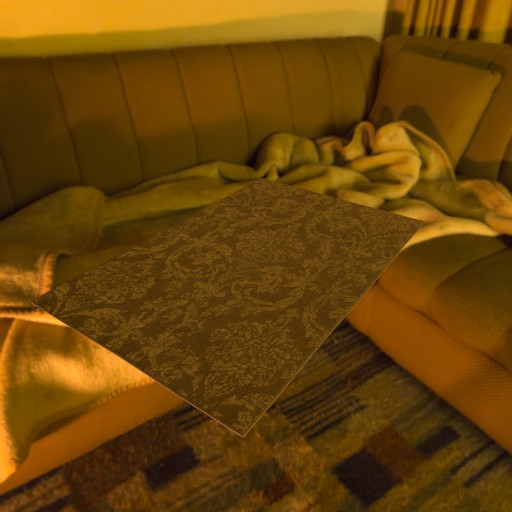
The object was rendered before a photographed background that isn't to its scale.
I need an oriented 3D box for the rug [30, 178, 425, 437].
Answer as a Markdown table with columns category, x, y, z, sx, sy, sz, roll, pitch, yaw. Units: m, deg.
| category | x | y | z | sx | sy | sz | roll | pitch | yaw |
| --- | --- | --- | --- | --- | --- | --- | --- | --- | --- |
| rug | 0.000 | 0.000 | 2.334 | 1.206 | 0.012 | 1.824 | 21 | 37 | 30 |
